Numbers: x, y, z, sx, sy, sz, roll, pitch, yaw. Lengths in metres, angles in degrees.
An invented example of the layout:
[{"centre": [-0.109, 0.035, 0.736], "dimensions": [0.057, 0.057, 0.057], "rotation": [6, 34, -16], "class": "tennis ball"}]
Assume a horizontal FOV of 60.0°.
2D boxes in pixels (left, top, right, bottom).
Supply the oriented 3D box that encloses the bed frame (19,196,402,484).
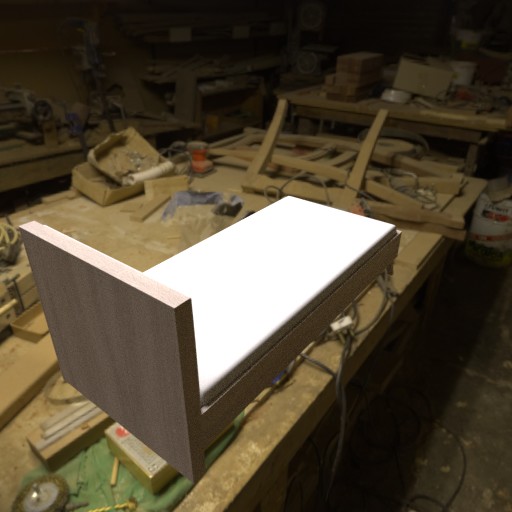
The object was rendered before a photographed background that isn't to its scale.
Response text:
[{"centre": [0.000, 0.000, 2.651], "dimensions": [0.990, 0.920, 2.140], "rotation": [21, 36, 32], "class": "bed frame"}]
